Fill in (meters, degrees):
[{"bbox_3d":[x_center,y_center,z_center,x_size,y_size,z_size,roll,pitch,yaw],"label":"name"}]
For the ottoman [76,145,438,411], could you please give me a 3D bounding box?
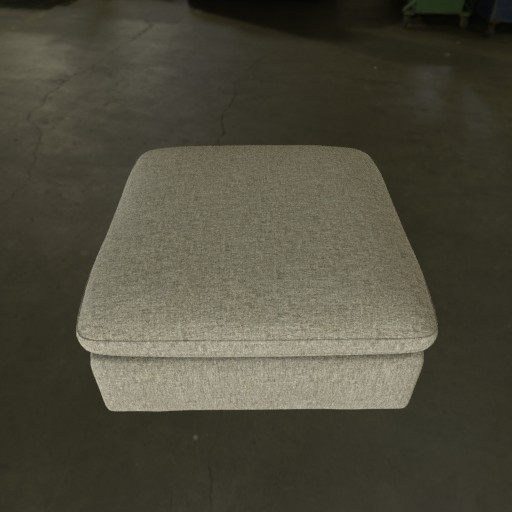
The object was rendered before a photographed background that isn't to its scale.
[{"bbox_3d":[0.000,0.000,1.662,1.035,0.526,1.039,0,42,0],"label":"ottoman"}]
